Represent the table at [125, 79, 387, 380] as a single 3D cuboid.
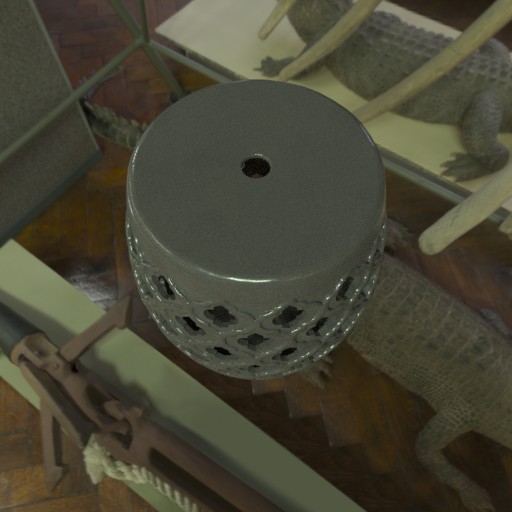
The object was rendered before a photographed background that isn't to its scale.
[{"bbox_3d":[0.000,0.000,0.615,0.325,0.388,0.325,0,62,0],"label":"table"}]
